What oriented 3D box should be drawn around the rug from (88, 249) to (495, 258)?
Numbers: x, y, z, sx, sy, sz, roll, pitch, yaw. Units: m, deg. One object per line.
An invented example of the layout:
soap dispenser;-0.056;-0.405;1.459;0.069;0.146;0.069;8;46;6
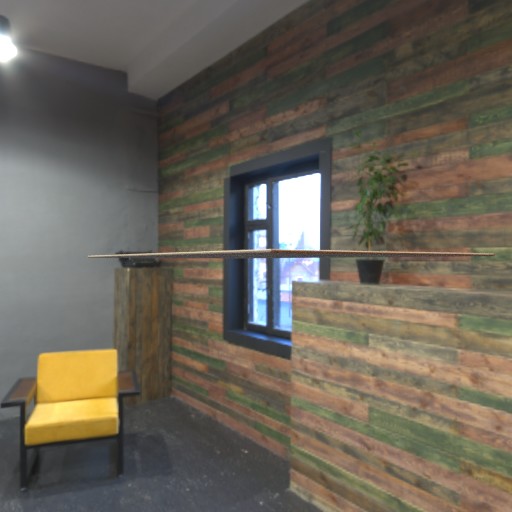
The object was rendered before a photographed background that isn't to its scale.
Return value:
rug;0.000;0.000;2.871;1.528;0.014;2.294;1;-1;-35
